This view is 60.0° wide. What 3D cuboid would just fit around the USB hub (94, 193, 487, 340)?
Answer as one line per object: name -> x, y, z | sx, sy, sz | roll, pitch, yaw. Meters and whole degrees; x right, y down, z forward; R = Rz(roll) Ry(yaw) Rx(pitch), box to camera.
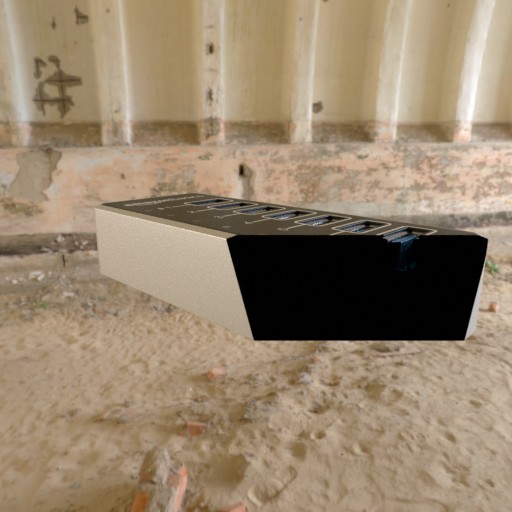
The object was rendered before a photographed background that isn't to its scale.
USB hub -> 0.000, 0.000, 0.126 | 0.110, 0.023, 0.044 | 14, 21, 42
